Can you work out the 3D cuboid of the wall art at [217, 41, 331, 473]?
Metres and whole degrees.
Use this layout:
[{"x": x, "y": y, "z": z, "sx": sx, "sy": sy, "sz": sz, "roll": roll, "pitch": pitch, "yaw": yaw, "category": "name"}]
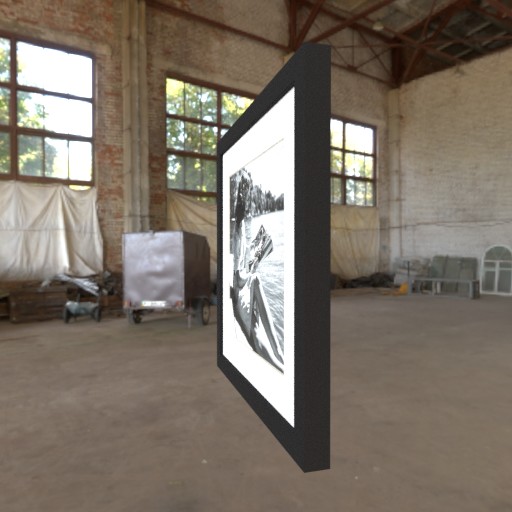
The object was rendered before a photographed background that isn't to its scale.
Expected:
[{"x": 0.000, "y": 0.000, "z": 0.696, "sx": 0.030, "sy": 0.458, "sz": 0.462, "roll": 0, "pitch": 1, "yaw": -17, "category": "wall art"}]
